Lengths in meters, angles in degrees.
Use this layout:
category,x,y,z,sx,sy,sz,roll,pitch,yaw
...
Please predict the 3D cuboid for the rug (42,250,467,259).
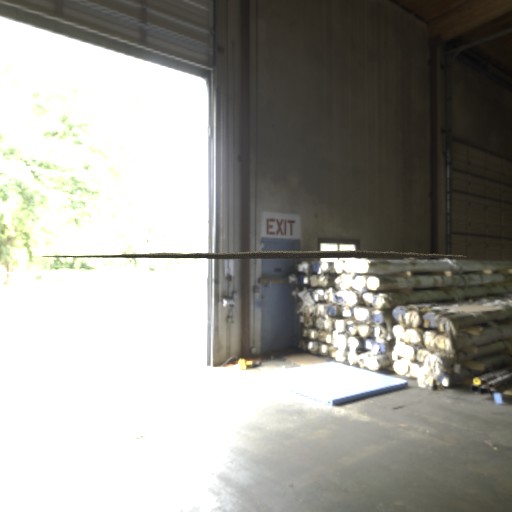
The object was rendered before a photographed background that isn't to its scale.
category,x,y,z,sx,sy,sz,roll,pitch,yaw
rug,0.000,0.000,3.244,2.455,0.025,1.964,-1,-1,38
